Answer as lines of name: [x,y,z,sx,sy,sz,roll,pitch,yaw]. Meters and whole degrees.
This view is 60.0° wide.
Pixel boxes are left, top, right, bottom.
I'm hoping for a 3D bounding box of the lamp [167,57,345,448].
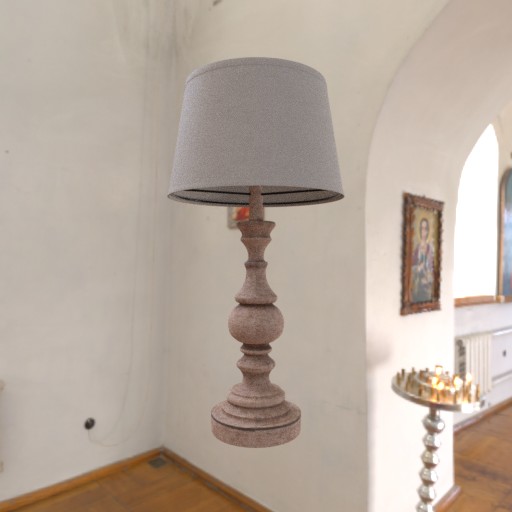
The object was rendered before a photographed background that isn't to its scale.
lamp: [0.000,0.000,0.867,0.340,0.678,0.340,0,1,0]
